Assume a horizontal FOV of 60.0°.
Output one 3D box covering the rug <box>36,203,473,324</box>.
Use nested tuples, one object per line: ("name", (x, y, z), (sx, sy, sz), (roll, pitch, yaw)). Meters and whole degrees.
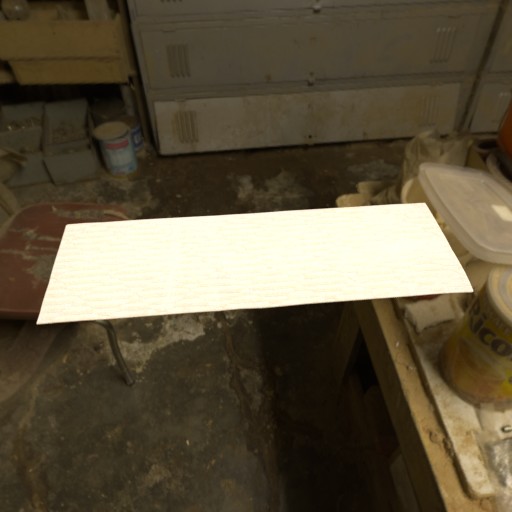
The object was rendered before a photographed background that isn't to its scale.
("rug", (0.000, 0.000, 2.730), (2.450, 0.014, 0.793), (-4, 47, -4))
